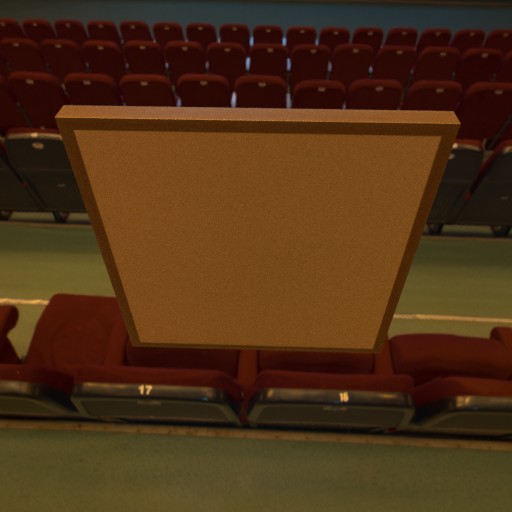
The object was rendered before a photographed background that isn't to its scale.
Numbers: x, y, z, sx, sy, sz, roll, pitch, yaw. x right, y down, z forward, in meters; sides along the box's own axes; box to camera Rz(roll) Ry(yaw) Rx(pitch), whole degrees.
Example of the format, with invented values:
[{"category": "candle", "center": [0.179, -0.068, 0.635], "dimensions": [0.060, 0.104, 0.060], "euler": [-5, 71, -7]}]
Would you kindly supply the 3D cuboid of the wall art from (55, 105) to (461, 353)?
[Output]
[{"category": "wall art", "center": [0.000, 0.000, 0.746], "dimensions": [0.510, 0.509, 0.033], "euler": [1, 44, 1]}]
